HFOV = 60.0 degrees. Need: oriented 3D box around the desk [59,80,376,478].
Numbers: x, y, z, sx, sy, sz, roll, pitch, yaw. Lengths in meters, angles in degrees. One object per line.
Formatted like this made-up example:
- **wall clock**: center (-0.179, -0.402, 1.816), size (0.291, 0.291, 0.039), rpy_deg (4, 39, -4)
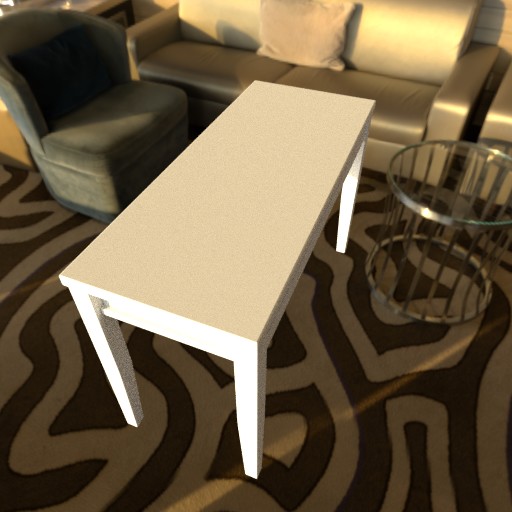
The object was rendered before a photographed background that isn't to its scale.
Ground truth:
- **desk**: center (0.000, 0.000, 1.649), size (0.508, 0.775, 1.220), rpy_deg (16, 46, 16)
